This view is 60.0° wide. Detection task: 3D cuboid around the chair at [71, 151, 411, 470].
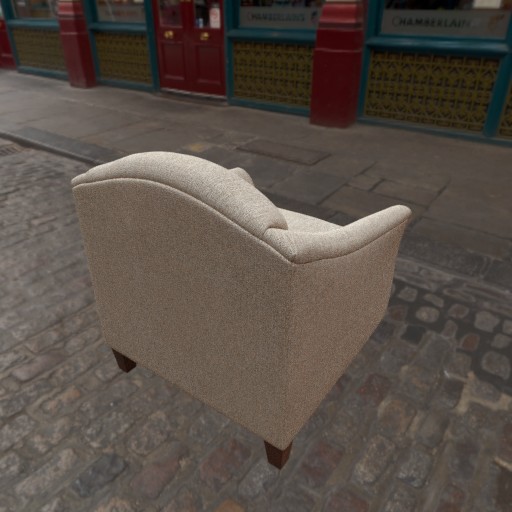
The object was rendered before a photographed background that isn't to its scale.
[{"bbox_3d":[0.000,0.000,1.484,0.763,0.839,0.787,19,34,31],"label":"chair"}]
